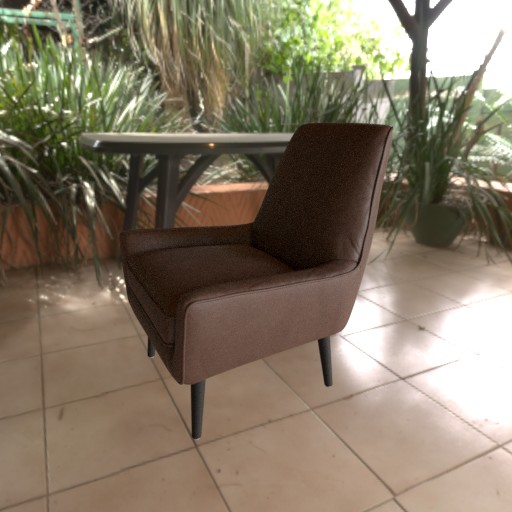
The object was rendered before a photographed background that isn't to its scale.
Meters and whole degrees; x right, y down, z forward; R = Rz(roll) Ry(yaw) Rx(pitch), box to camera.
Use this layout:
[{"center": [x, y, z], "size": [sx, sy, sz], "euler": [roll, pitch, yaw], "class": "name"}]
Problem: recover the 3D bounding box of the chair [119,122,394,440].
[{"center": [0.000, 0.000, 1.546], "size": [0.824, 0.888, 0.787], "euler": [-9, 19, -26], "class": "chair"}]
